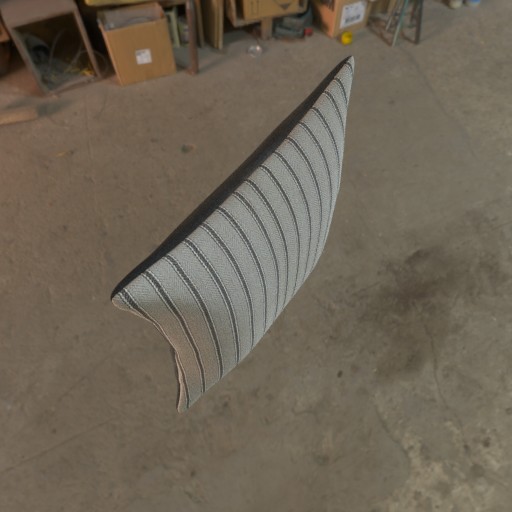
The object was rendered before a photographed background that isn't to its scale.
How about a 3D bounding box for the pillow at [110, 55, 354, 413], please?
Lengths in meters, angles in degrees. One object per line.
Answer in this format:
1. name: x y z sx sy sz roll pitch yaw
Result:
1. pillow: 0.000 0.000 0.699 0.138 0.444 0.468 32 63 18
